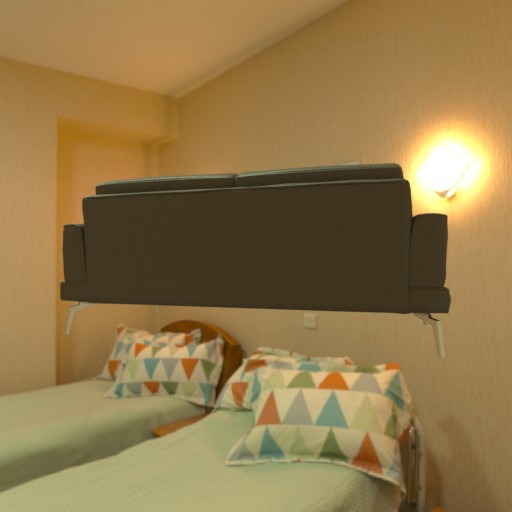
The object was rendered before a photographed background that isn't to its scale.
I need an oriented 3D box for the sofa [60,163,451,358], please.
[{"bbox_3d":[0.000,0.000,2.800,2.177,0.930,1.121,0,-1,17],"label":"sofa"}]
